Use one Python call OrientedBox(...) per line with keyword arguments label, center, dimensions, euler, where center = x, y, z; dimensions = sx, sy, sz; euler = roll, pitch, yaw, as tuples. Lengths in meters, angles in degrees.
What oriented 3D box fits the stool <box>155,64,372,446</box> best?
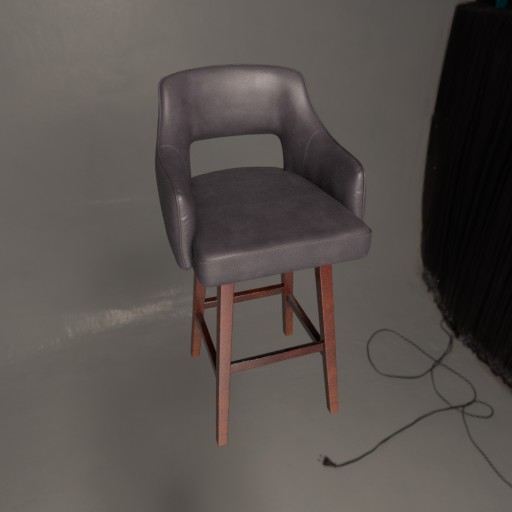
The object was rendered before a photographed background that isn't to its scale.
OrientedBox(label="stool", center=(0.000, 0.000, 1.391), dimensions=(0.550, 1.041, 0.560), euler=(-10, 33, -16))
